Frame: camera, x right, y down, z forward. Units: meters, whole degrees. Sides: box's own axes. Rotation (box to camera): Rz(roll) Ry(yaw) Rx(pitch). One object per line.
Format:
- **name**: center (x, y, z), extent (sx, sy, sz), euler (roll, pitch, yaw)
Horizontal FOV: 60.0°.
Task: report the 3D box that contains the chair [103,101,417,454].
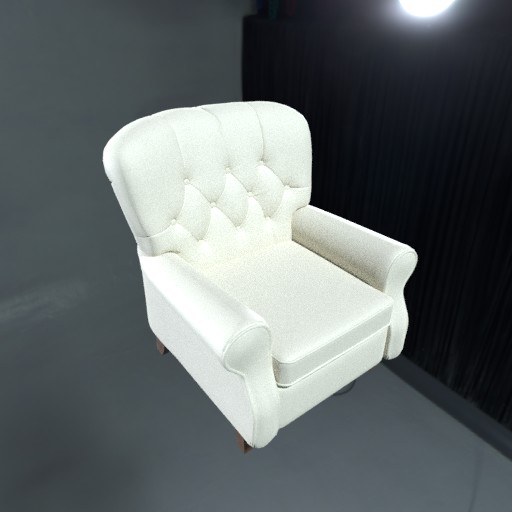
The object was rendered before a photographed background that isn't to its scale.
- **chair**: center (0.000, 0.000, 2.000), extent (1.035, 1.169, 1.132), euler (-21, 36, -32)
